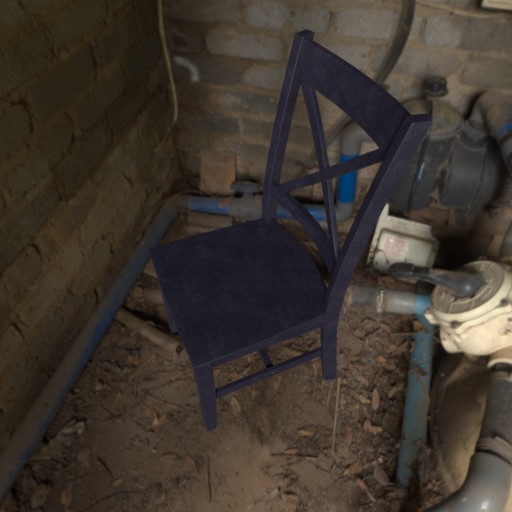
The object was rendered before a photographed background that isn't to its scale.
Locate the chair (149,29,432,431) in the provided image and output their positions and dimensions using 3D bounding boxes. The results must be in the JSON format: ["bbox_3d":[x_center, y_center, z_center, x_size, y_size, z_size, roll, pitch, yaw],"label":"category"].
[{"bbox_3d":[0.000,0.000,1.253,0.542,0.983,0.485,-18,49,-16],"label":"chair"}]
